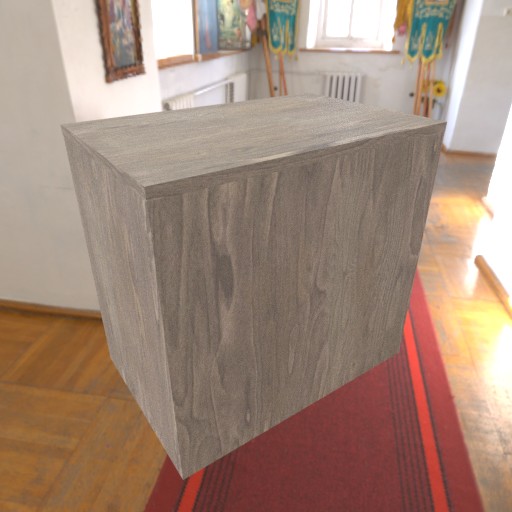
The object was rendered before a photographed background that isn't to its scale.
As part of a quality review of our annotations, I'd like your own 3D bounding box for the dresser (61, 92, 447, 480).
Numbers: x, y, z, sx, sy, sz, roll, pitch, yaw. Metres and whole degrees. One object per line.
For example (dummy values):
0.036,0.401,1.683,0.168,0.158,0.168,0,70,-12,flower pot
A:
0.000,0.000,1.295,0.809,0.762,0.529,-19,35,-30,dresser
